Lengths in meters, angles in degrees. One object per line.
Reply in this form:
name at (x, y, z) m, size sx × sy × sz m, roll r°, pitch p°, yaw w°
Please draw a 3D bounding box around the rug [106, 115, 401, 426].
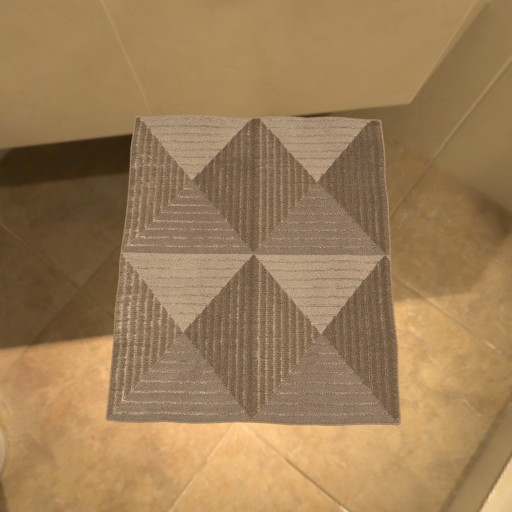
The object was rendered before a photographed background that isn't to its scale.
rug at (0.000, 0.000, 0.899) m, size 0.551 × 0.008 × 0.642 m, roll 1°, pitch 75°, yaw 0°
